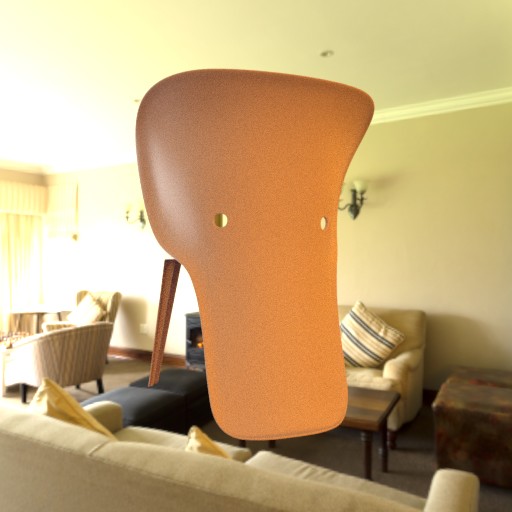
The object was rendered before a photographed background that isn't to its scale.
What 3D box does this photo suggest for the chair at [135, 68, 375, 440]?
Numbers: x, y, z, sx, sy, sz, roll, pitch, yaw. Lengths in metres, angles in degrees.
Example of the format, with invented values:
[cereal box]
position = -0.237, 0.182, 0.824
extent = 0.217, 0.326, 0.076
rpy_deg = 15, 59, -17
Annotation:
[chair]
position = 0.000, 0.000, 0.854
extent = 0.451, 0.554, 0.402
rpy_deg = 0, 0, -19
